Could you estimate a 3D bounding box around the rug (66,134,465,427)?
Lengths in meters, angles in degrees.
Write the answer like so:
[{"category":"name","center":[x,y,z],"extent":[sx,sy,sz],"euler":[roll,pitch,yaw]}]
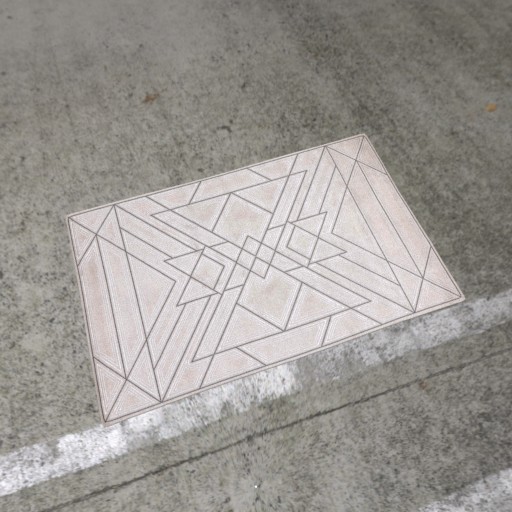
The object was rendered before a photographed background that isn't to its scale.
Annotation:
[{"category":"rug","center":[0.000,0.000,3.143],"extent":[2.459,0.023,1.575],"euler":[-17,64,-9]}]
